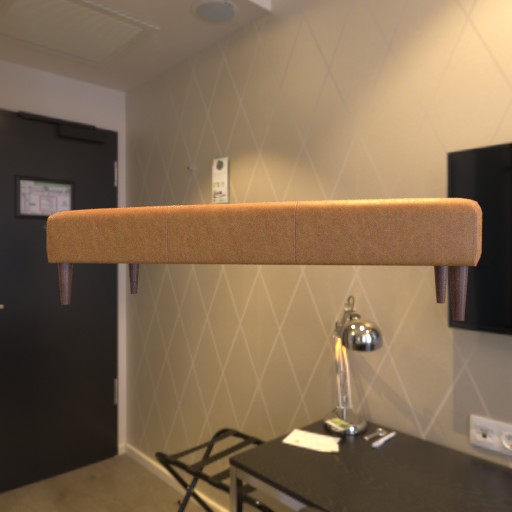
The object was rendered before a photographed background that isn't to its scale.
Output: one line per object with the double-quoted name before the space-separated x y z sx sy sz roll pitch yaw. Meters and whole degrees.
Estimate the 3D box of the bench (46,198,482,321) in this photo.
"bench" 0.000 0.000 1.849 1.610 0.399 0.653 0 0 17
